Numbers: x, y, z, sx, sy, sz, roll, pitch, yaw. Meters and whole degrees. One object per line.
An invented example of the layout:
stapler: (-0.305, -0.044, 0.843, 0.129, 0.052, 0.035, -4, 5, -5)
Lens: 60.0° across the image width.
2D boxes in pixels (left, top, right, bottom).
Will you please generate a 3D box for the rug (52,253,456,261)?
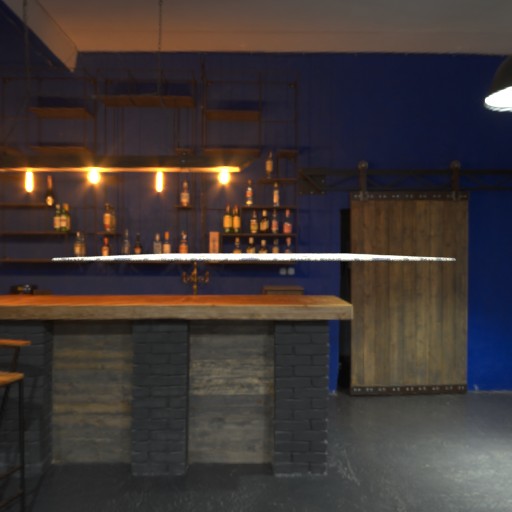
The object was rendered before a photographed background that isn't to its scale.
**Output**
rug: (0.000, 0.000, 2.955, 1.676, 0.013, 2.261, 0, 1, 1)
